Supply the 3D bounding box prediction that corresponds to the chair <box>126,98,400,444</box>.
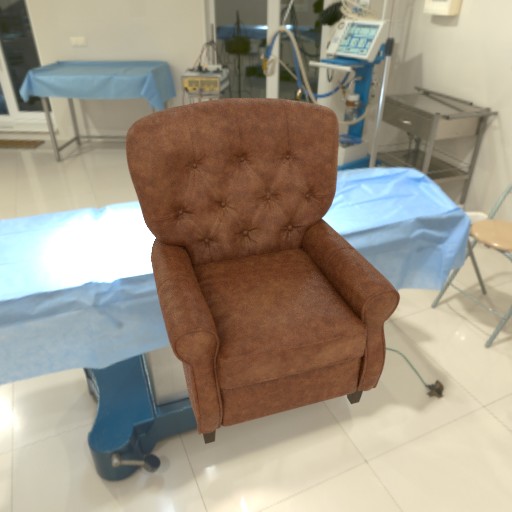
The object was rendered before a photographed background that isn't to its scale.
[{"bbox_3d":[0.000,0.000,1.948,0.951,1.164,1.059,-9,33,-15],"label":"chair"}]
